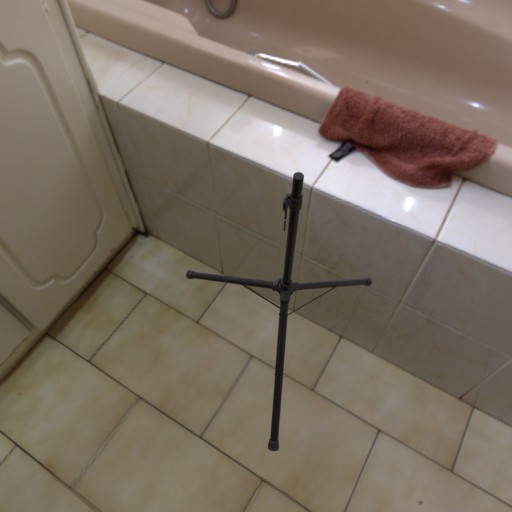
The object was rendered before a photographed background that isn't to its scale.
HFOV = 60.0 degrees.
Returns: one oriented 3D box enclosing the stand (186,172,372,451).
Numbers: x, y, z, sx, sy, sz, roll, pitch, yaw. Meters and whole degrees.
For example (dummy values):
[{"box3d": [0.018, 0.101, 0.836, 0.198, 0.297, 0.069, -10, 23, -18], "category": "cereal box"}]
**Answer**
[{"box3d": [0.000, 0.000, 1.872, 0.907, 1.136, 1.045, 29, 61, 18], "category": "stand"}]
